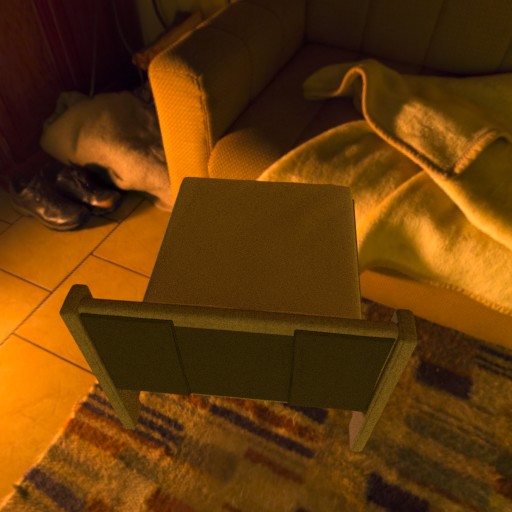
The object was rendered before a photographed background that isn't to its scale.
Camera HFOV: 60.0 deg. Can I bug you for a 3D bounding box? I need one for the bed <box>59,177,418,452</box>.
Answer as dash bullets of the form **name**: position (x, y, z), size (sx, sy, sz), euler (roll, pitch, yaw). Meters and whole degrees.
- **bed**: position (0.000, 0.000, 3.371), size (1.714, 1.481, 2.245), euler (4, 48, 4)
